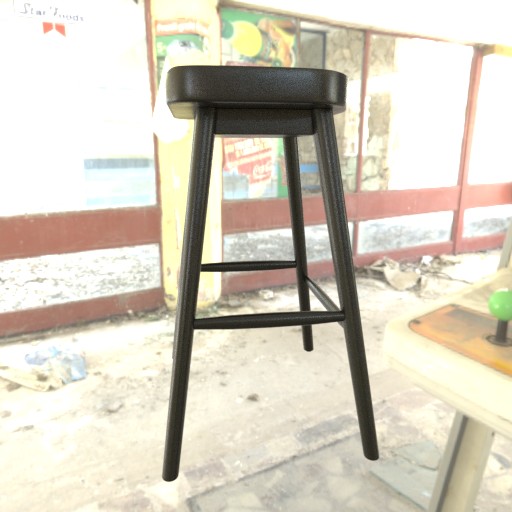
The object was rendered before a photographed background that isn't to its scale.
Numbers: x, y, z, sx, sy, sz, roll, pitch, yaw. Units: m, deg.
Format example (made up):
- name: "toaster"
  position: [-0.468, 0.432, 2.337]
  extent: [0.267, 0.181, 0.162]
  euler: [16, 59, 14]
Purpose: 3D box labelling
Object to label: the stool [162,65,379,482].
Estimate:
- name: "stool"
  position: [0.000, 0.000, 0.853]
  extent: [0.361, 0.615, 0.440]
  euler: [-2, 14, -8]
